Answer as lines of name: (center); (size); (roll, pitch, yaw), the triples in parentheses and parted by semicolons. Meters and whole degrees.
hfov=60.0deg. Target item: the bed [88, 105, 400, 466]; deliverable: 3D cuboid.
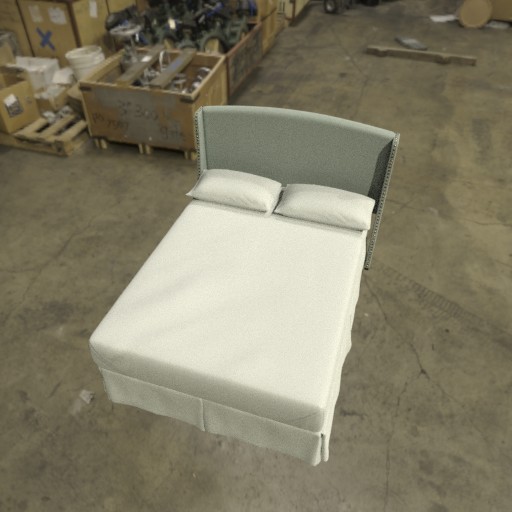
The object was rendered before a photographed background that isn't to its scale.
bed: (0.000, 0.000, 3.372); (1.710, 1.407, 2.237); (12, 44, 13)
